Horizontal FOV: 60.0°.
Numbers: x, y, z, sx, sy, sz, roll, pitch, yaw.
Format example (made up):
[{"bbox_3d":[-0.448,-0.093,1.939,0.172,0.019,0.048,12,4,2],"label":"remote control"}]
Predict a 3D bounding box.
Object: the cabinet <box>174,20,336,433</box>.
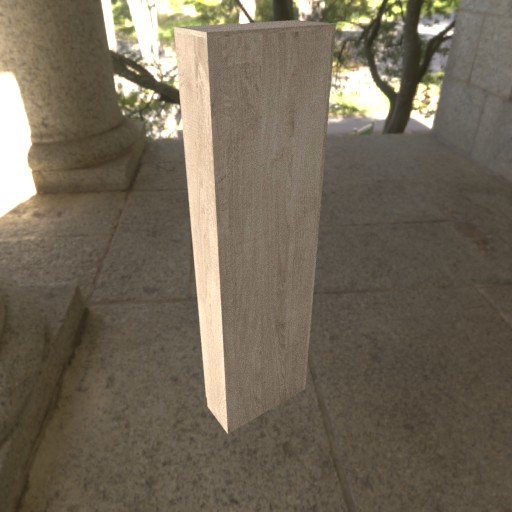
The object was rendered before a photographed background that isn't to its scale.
[{"bbox_3d":[0.000,0.000,1.932,0.500,1.790,0.230,-20,37,-29],"label":"cabinet"}]
